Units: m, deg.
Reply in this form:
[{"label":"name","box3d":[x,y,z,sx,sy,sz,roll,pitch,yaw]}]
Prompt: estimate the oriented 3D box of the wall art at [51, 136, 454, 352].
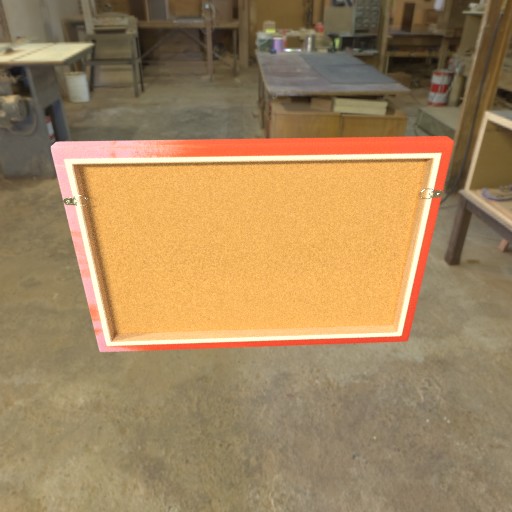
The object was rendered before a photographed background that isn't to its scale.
[{"label":"wall art","box3d":[0.000,0.000,1.166,0.913,0.609,0.040,-1,31,-2]}]
